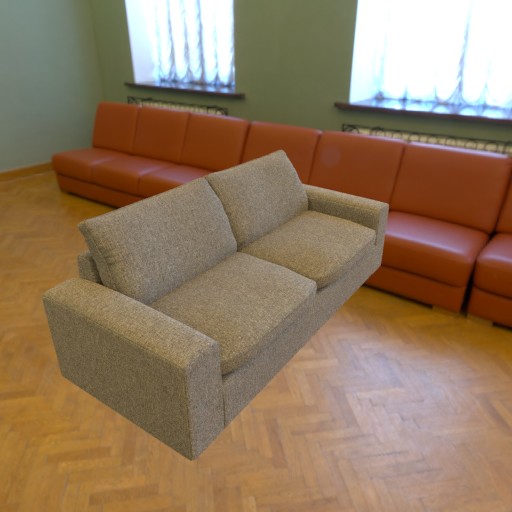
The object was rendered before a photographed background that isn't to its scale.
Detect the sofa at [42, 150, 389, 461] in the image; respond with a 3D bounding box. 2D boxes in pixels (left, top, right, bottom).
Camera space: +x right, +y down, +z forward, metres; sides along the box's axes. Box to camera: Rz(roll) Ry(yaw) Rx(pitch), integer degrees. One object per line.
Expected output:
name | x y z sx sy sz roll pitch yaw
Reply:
sofa | 0.000 0.000 2.848 1.040 0.922 2.299 17 32 31
